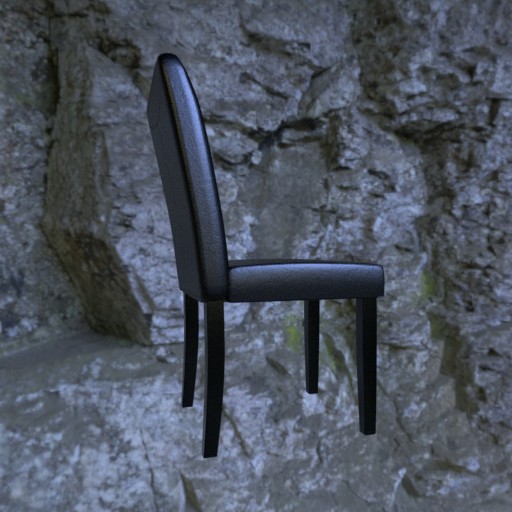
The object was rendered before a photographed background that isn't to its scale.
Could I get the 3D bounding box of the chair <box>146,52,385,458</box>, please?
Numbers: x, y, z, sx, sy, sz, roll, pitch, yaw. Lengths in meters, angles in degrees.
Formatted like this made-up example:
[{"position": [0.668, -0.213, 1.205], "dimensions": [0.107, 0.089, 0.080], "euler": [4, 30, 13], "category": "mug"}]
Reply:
[{"position": [0.000, 0.000, 1.206], "dimensions": [0.556, 0.897, 0.399], "euler": [0, 1, -17], "category": "chair"}]
